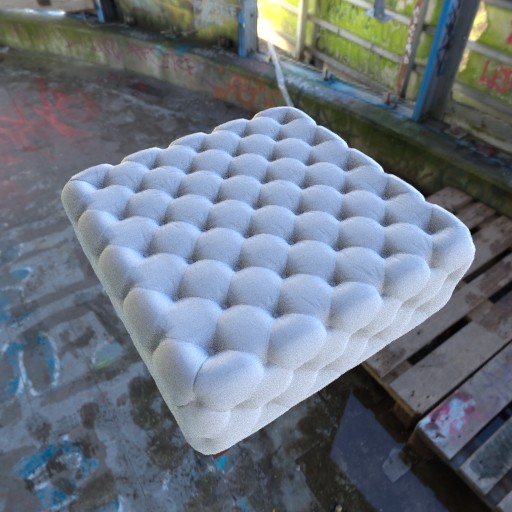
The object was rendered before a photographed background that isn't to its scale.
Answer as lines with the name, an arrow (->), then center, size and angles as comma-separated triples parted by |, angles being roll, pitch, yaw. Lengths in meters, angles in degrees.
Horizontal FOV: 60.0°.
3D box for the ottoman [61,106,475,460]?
ottoman -> 0.000, 0.000, 1.170 | 0.755, 0.376, 0.753 | -25, 51, -22
